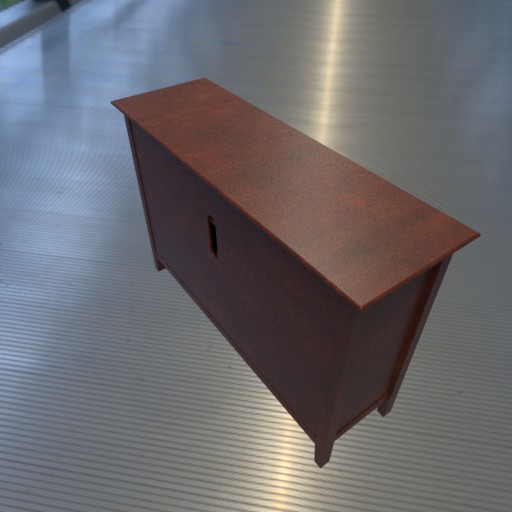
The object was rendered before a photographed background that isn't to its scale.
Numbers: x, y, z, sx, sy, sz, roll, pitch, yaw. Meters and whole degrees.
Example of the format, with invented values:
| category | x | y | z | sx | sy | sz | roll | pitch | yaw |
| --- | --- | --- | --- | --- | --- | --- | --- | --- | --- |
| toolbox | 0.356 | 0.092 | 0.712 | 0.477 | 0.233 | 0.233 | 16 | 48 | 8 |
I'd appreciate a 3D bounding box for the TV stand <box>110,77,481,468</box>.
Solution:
| category | x | y | z | sx | sy | sz | roll | pitch | yaw |
| --- | --- | --- | --- | --- | --- | --- | --- | --- | --- |
| TV stand | 0.000 | 0.000 | 1.766 | 0.445 | 0.915 | 1.372 | -26 | 48 | -26 |
